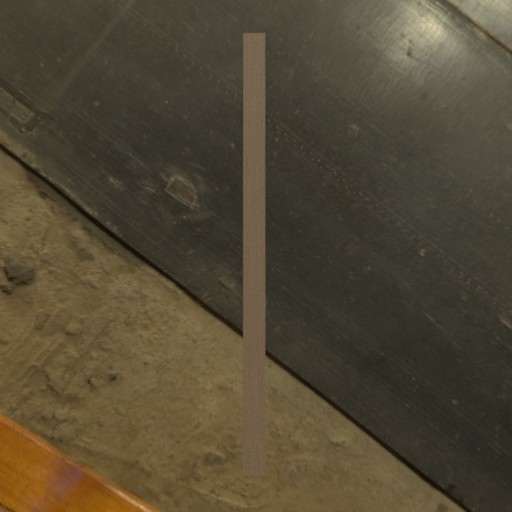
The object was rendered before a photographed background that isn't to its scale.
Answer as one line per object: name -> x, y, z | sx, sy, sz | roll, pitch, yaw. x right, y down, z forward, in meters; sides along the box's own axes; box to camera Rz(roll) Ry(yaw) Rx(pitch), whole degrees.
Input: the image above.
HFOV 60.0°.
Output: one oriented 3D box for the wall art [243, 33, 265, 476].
wall art -> 0.000, 0.000, 1.141 | 0.038, 0.758, 0.761 | 0, 89, 0
